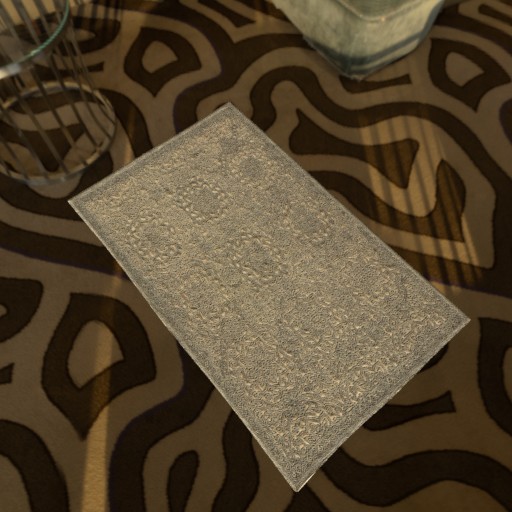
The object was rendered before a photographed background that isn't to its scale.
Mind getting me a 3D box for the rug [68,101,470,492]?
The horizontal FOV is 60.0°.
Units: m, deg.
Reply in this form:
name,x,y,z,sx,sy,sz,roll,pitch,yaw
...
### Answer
name,x,y,z,sx,sy,sz,roll,pitch,yaw
rug,0.000,0.000,3.065,1.535,0.022,2.498,-37,69,-17
